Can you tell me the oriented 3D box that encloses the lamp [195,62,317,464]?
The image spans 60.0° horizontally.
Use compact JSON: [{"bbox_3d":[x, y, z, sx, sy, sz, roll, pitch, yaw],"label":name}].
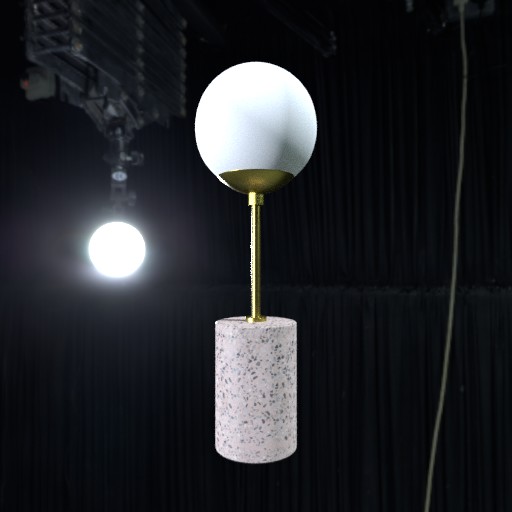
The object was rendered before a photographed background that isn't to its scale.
[{"bbox_3d":[0.000,0.000,0.563,0.153,0.480,0.153,0,-1,0],"label":"lamp"}]
